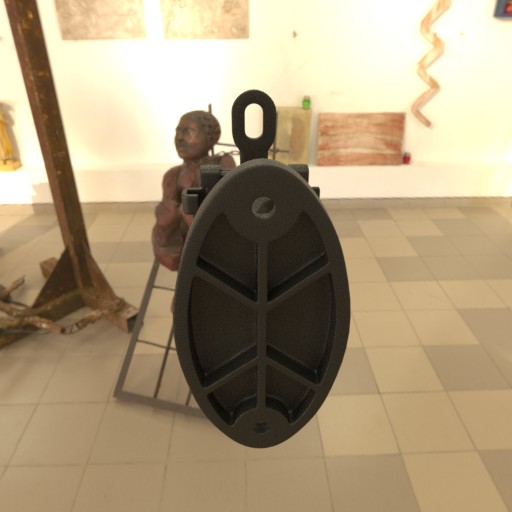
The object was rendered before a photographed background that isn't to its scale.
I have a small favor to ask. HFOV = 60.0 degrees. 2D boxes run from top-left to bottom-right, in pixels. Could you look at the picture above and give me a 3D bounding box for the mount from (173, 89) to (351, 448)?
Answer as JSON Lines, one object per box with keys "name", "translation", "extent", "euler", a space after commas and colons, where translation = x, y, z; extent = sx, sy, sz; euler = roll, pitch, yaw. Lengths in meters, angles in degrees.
{"name": "mount", "translation": [0.000, 0.000, 0.176], "extent": [0.066, 0.118, 0.100], "euler": [-1, 30, -2]}
